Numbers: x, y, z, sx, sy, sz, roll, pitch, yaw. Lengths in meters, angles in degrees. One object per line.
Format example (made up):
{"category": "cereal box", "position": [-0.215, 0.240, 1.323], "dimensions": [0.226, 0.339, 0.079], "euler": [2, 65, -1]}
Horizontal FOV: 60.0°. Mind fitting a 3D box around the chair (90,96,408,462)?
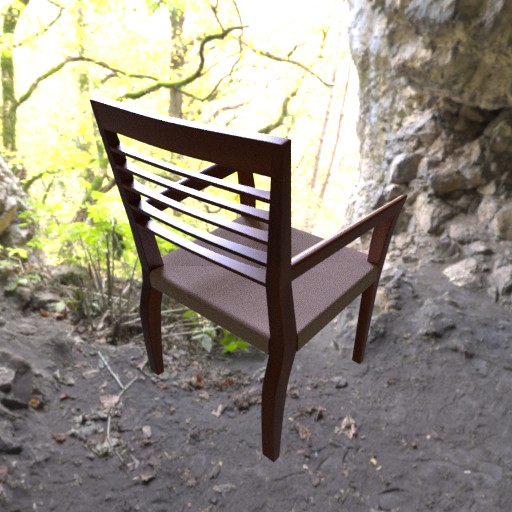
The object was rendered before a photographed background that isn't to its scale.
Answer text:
{"category": "chair", "position": [0.000, 0.000, 1.236], "dimensions": [0.587, 0.855, 0.540], "euler": [23, 38, 34]}
